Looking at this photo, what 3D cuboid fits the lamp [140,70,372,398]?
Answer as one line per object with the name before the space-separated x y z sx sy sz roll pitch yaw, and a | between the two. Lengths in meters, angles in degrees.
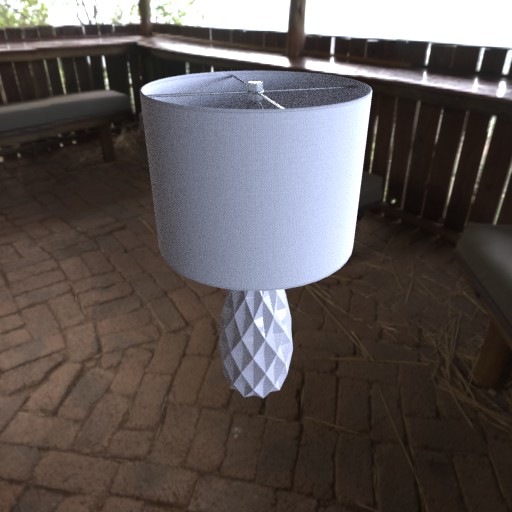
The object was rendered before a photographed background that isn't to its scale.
lamp | 0.000 0.000 0.708 0.297 0.522 0.297 0 30 0
